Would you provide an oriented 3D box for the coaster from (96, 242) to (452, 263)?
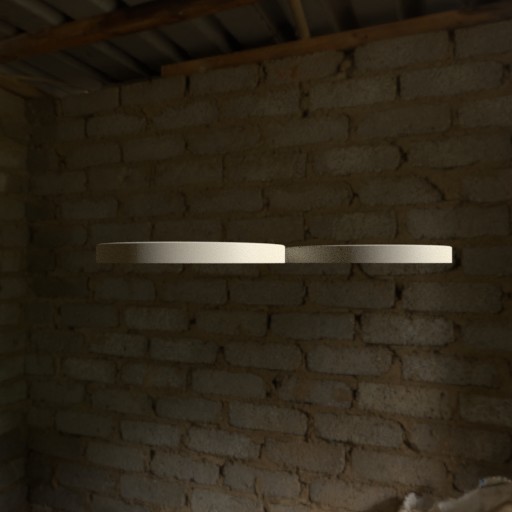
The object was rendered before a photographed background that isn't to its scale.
[{"bbox_3d":[0.000,0.000,0.333,0.224,0.010,0.220,0,-1,-18],"label":"coaster"}]
